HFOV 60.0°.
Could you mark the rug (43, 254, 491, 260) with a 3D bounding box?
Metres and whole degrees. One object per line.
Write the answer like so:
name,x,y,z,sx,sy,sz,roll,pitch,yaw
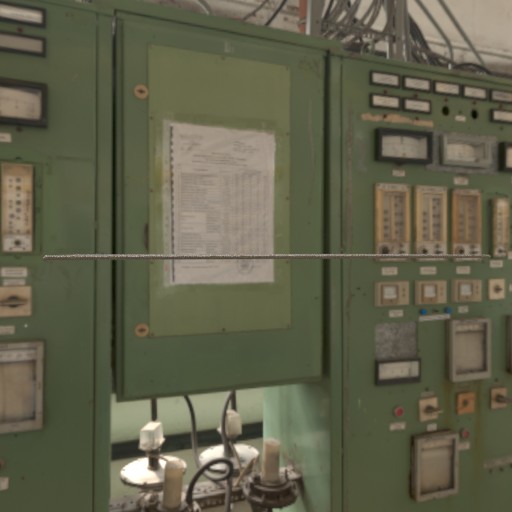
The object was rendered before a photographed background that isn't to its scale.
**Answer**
rug,0.000,0.000,2.155,1.748,0.014,1.144,0,0,-19
